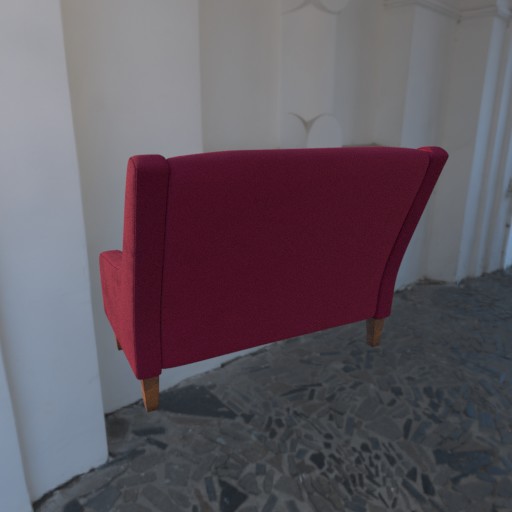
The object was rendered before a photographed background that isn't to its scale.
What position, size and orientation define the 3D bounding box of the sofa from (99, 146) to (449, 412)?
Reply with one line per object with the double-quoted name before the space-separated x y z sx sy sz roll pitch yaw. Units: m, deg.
"sofa" 0.000 0.000 1.993 1.242 0.976 0.946 -8 18 -27
